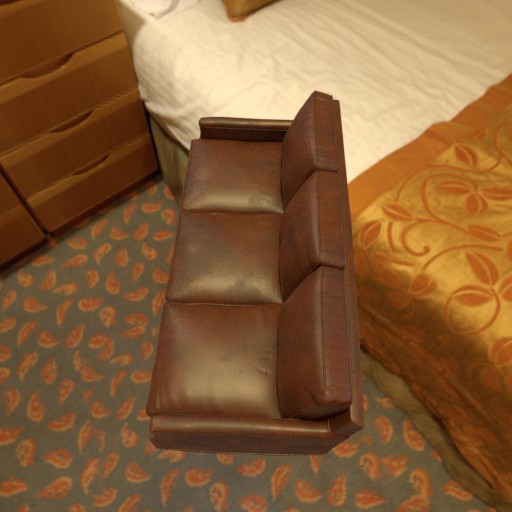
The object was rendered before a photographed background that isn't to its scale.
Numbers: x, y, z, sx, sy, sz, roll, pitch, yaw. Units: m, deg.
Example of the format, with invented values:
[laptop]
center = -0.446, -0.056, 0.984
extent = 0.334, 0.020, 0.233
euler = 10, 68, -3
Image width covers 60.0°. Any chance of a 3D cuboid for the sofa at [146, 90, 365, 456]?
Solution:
[sofa]
center = 0.000, 0.000, 2.818
extent = 1.084, 1.003, 2.240
euler = 2, 59, 1
